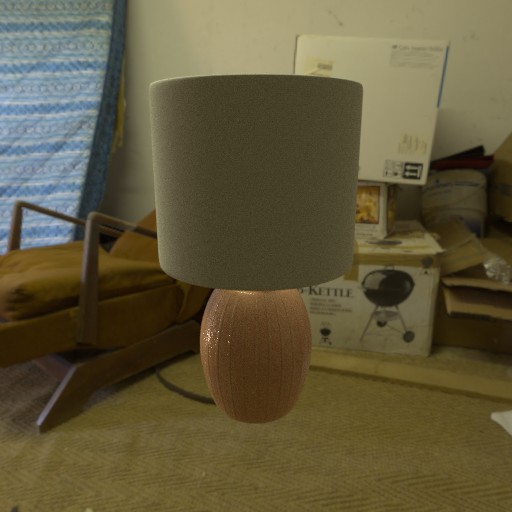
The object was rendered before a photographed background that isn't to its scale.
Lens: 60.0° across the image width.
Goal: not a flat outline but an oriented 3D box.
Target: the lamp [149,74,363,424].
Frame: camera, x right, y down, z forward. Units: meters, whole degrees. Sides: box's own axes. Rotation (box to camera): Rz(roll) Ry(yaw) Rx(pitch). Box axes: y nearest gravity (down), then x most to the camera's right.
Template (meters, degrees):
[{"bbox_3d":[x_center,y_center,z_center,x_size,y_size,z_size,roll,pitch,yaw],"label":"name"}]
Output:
[{"bbox_3d":[0.000,0.000,0.768,0.329,0.570,0.329,0,15,0],"label":"lamp"}]
